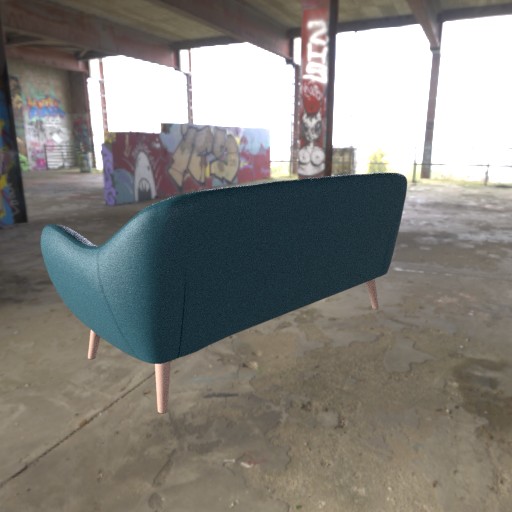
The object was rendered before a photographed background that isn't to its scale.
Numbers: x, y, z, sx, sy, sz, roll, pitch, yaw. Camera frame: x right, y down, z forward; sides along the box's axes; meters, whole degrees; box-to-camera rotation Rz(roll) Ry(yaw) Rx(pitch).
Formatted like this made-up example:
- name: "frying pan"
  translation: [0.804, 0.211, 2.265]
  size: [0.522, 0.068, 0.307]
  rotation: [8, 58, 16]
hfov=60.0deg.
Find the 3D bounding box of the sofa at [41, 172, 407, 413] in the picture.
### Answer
- name: "sofa"
  translation: [0.000, 0.000, 2.258]
  size: [1.840, 0.836, 0.820]
  rotation: [-14, 20, -42]
